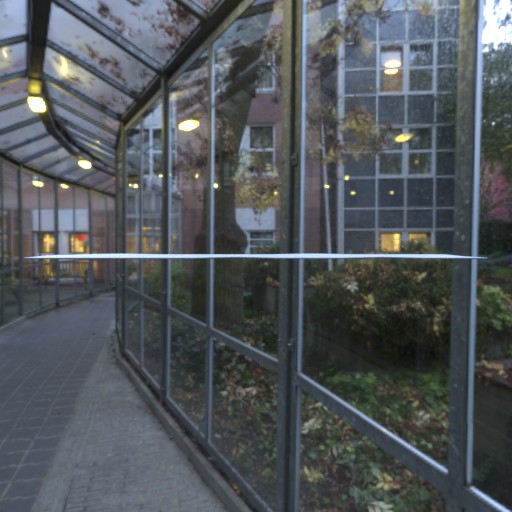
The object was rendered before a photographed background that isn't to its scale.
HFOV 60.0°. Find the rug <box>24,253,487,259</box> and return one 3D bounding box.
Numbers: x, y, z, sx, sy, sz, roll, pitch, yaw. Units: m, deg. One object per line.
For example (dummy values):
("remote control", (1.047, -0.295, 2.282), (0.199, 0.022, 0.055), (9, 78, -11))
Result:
("rug", (0.000, 0.000, 2.710), (2.439, 0.013, 0.762), (0, 2, 0))
